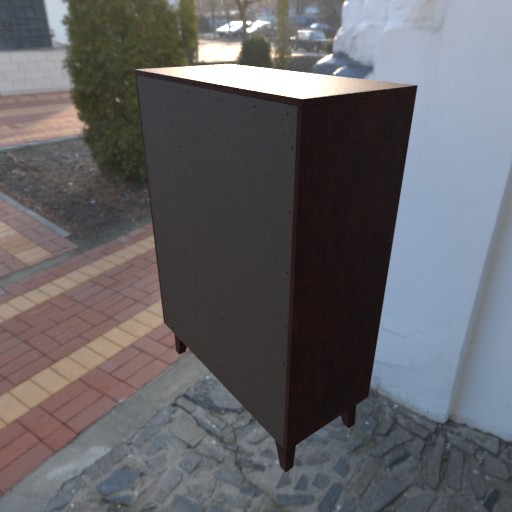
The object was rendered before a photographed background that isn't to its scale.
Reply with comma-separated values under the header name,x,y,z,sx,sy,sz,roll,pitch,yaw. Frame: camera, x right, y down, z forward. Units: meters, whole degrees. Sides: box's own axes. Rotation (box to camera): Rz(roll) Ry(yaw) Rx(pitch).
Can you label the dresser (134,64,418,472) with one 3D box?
name,x,y,z,sx,sy,sz,roll,pitch,yaw
dresser,0.000,0.000,2.004,0.506,1.514,1.072,-19,33,-32
